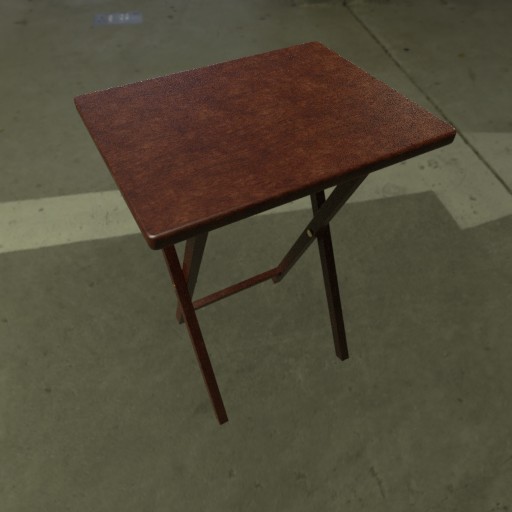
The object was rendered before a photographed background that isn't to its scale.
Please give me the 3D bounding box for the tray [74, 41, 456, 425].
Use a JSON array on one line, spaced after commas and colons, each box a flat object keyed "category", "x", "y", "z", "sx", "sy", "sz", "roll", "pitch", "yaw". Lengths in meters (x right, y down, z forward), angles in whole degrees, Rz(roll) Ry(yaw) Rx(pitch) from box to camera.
[{"category": "tray", "x": 0.000, "y": 0.000, "z": 0.935, "sx": 0.483, "sy": 0.660, "sz": 0.381, "roll": -22, "pitch": 51, "yaw": -19}]
